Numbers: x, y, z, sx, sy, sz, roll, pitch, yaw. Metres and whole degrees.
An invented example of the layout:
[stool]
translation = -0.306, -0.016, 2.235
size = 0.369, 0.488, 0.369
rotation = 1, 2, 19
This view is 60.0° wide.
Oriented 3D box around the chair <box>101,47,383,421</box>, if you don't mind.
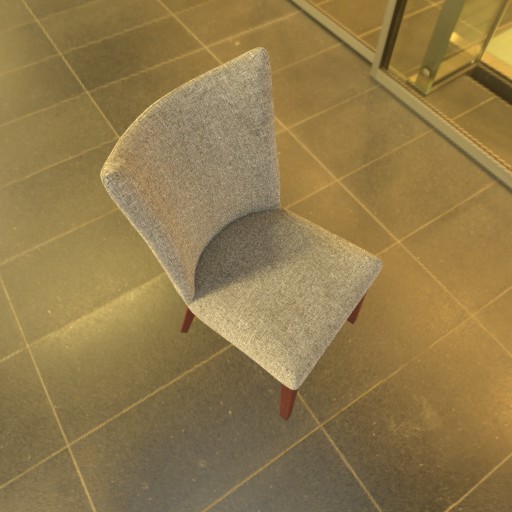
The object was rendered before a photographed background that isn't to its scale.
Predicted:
[chair]
translation = 0.000, 0.000, 1.304
size = 0.623, 0.924, 0.535
rotation = 33, 64, 18
